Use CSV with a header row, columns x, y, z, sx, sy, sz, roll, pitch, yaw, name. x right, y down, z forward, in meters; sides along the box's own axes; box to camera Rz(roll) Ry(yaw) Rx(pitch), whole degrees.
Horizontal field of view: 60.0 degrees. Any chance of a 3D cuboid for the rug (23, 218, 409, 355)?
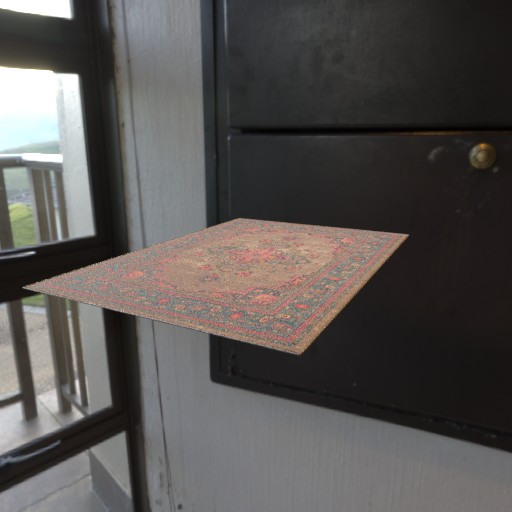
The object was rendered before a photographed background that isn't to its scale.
x,y,z,sx,sy,sz,roll,pitch,yaw,name
0.000,0.000,3.735,2.005,0.013,2.890,8,17,27,rug
